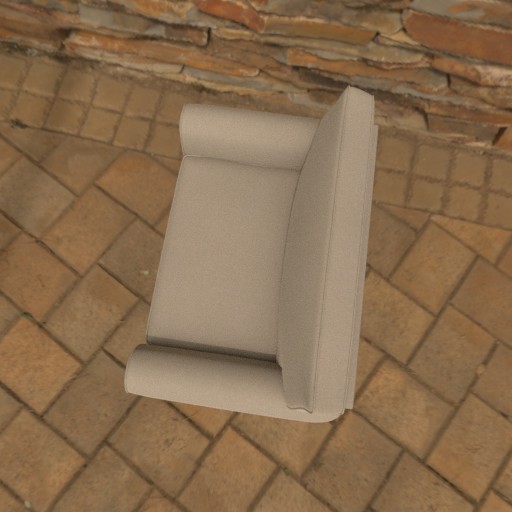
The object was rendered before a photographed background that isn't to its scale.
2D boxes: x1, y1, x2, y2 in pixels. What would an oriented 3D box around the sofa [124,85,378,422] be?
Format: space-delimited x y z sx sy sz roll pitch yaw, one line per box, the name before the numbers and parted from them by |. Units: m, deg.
sofa | 0.000 0.000 2.126 0.937 1.006 1.405 8 76 2
